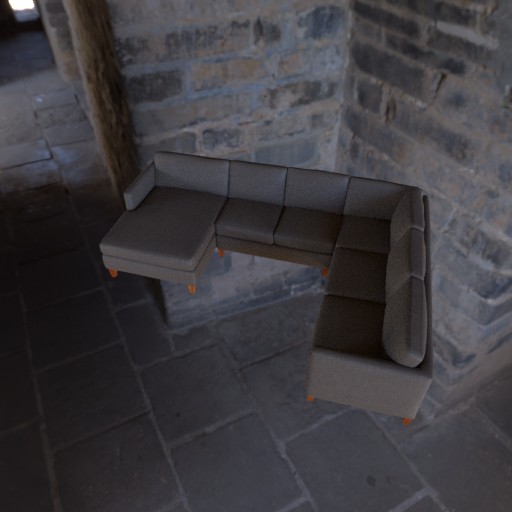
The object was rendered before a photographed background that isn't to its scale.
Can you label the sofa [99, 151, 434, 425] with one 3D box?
[{"bbox_3d":[0.000,0.000,4.704,3.460,0.961,2.594,10,42,12],"label":"sofa"}]
